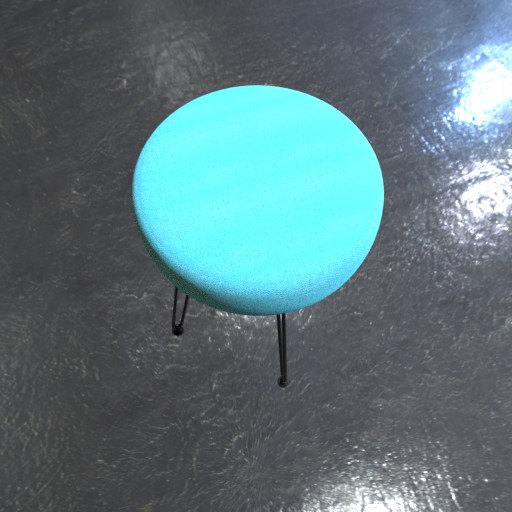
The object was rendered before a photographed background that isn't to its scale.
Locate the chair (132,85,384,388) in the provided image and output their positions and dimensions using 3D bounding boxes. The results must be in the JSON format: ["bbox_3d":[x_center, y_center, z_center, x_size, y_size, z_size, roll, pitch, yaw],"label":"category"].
[{"bbox_3d":[0.000,0.000,0.699,0.350,0.440,0.350,-17,65,-8],"label":"chair"}]
